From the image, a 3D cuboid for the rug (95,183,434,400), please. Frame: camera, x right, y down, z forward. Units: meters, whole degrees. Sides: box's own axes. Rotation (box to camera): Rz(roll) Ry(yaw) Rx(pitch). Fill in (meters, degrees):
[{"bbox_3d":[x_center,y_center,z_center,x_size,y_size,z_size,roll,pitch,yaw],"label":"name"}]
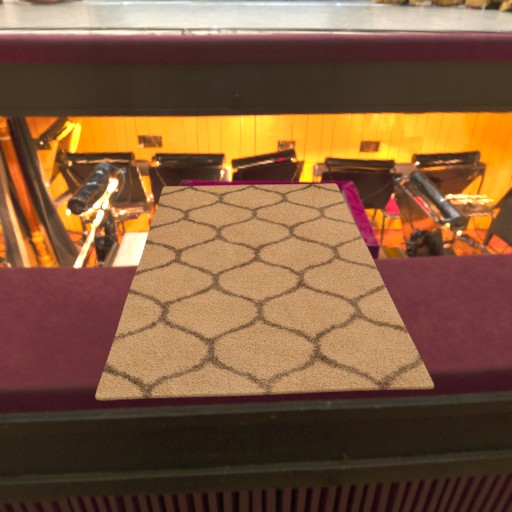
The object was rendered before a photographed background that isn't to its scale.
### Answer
[{"bbox_3d":[0.000,0.000,3.466,1.801,0.026,2.701,-1,33,-2],"label":"rug"}]
